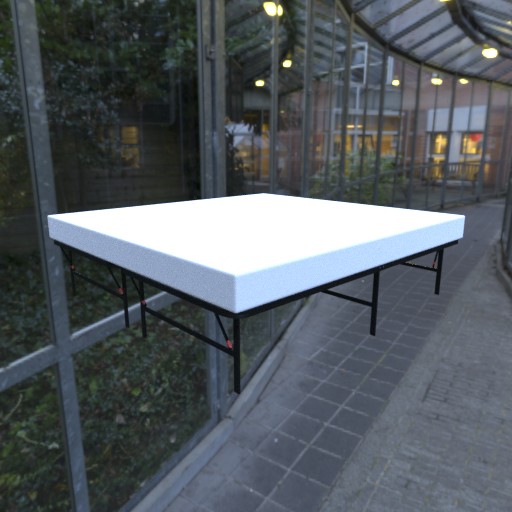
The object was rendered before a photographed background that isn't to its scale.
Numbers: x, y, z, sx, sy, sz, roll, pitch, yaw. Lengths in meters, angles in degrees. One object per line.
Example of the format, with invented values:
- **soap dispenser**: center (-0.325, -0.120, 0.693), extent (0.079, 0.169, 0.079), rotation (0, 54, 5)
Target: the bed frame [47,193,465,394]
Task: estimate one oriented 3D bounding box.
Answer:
- **bed frame**: center (0.000, 0.000, 3.036), extent (2.032, 0.559, 1.930), rotation (-13, 19, -42)
